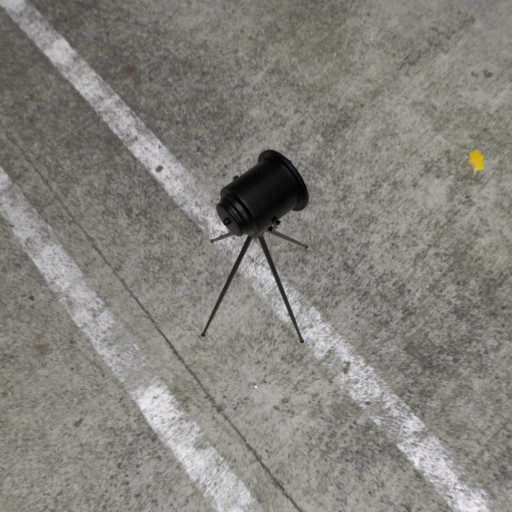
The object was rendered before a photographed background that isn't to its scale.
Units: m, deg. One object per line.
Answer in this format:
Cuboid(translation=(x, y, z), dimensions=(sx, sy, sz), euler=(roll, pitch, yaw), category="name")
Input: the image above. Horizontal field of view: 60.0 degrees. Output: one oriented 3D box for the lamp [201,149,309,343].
Cuboid(translation=(0.000, 0.000, 2.076), dimensions=(0.884, 1.504, 0.879), euler=(-40, 77, -11), category="lamp")
